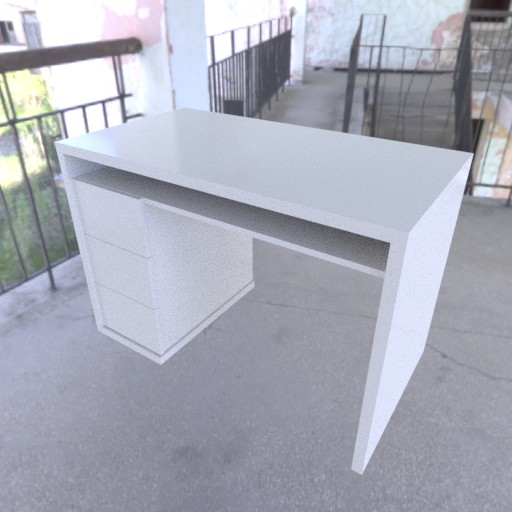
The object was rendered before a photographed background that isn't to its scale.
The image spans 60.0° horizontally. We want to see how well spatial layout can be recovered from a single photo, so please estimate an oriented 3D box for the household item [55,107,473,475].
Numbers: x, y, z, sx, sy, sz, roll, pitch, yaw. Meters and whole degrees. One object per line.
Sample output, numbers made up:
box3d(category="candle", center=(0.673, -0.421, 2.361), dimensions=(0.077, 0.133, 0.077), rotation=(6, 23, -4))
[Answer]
box3d(category="household item", center=(0.000, 0.000, 1.507), dimensions=(1.100, 0.749, 0.597), rotation=(19, 35, 29))
